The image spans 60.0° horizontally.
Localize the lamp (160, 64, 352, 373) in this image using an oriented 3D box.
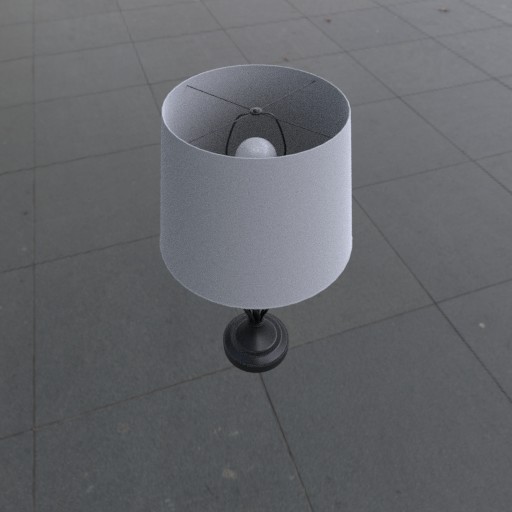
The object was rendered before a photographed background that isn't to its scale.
[{"bbox_3d":[0.000,0.000,0.813,0.331,0.594,0.331,0,47,0],"label":"lamp"}]
